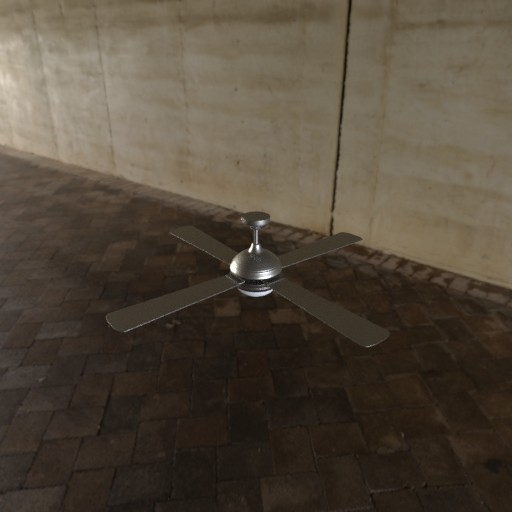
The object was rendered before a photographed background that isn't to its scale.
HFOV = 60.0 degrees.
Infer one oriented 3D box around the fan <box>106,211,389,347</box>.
[{"bbox_3d":[0.000,0.000,1.997,1.321,0.381,1.321,-8,26,-17],"label":"fan"}]
